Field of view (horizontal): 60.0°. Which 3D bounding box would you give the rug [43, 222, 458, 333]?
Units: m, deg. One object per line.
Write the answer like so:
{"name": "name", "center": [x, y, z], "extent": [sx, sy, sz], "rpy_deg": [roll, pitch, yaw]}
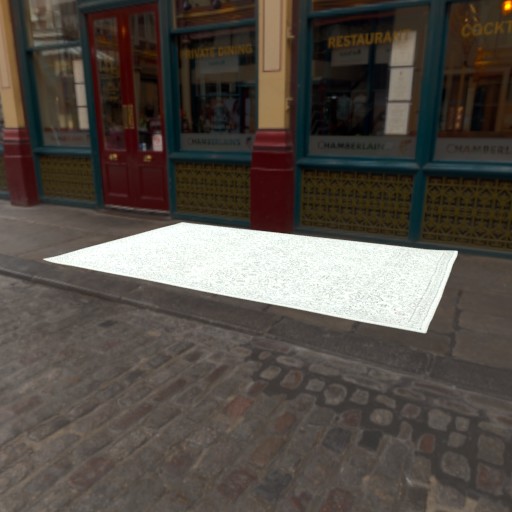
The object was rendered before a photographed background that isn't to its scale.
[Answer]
{"name": "rug", "center": [0.000, 0.000, 3.047], "extent": [2.434, 0.023, 1.518], "rpy_deg": [8, 17, 27]}
